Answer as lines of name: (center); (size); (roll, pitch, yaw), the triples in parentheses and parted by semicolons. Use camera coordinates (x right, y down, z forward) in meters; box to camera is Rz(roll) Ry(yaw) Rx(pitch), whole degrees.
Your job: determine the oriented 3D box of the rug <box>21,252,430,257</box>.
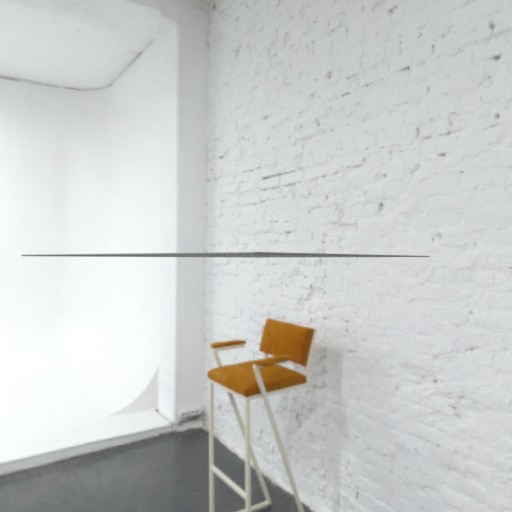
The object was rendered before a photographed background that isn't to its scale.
rug: (0.000, 0.000, 4.292); (2.393, 0.013, 3.307); (0, -1, 36)
